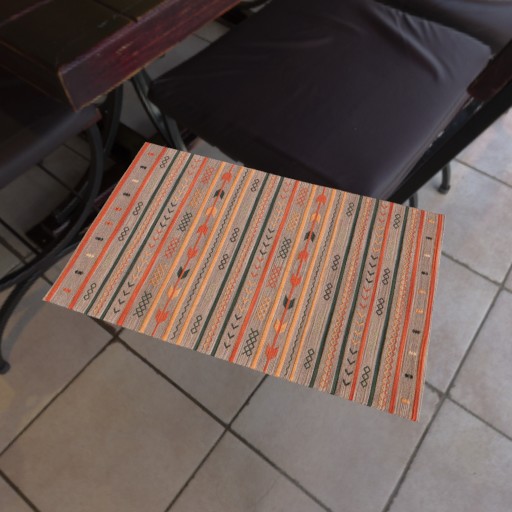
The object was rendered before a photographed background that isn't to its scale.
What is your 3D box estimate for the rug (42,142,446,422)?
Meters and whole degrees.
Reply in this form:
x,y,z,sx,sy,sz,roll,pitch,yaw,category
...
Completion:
x,y,z,sx,sy,sz,roll,pitch,yaw,category
0.000,0.000,3.082,2.439,0.029,1.537,16,60,10,rug
